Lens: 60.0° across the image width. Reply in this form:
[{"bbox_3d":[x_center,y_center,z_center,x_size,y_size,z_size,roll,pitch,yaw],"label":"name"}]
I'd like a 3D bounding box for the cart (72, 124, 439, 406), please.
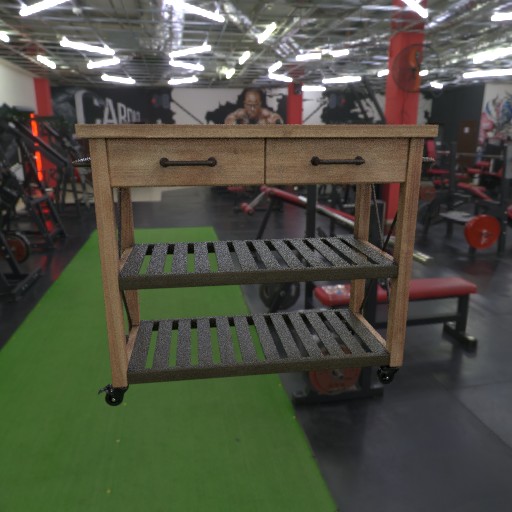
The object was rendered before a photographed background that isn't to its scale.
[{"bbox_3d":[0.000,0.000,0.982,0.686,0.554,0.298,-2,16,-8],"label":"cart"}]
